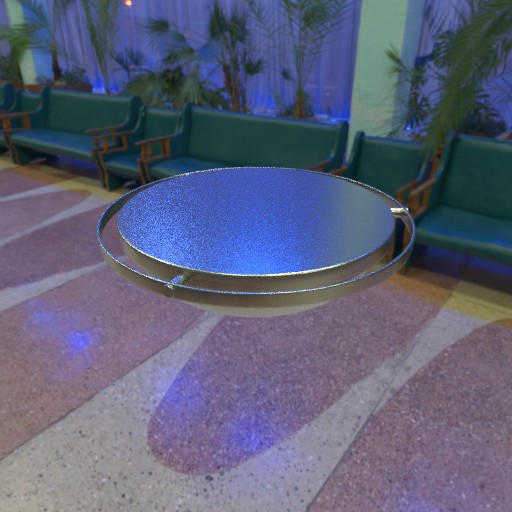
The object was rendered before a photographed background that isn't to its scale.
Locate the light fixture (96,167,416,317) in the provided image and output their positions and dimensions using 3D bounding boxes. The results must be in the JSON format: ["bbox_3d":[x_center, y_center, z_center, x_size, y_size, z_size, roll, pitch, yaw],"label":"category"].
[{"bbox_3d":[0.000,0.000,0.553,0.361,0.130,0.361,0,28,0],"label":"light fixture"}]
